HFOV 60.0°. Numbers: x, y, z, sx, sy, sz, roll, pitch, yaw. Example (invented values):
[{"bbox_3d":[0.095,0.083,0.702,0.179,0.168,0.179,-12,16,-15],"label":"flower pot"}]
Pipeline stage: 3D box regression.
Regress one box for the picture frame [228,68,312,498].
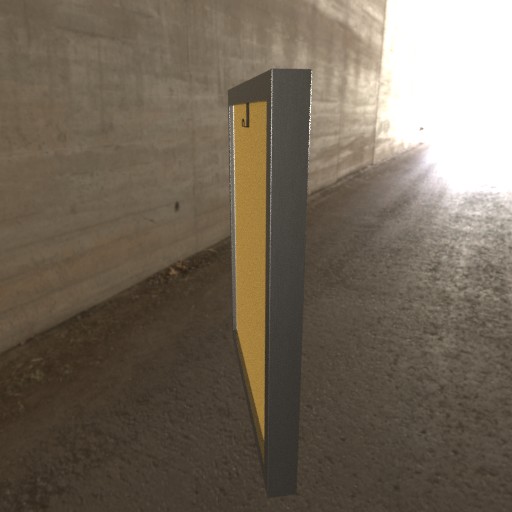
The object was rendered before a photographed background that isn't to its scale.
[{"bbox_3d":[0.000,0.000,1.328,0.073,0.968,0.839,-3,18,-8],"label":"picture frame"}]
